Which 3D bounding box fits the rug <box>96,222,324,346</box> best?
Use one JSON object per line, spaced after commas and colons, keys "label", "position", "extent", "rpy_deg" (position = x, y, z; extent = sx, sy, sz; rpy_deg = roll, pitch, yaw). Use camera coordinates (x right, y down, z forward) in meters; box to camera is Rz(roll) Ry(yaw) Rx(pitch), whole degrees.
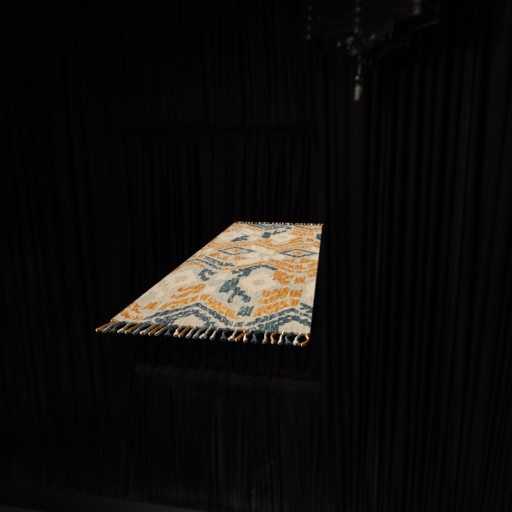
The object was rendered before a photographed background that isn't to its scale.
{"label": "rug", "position": [0.000, 0.000, 2.707], "extent": [0.783, 0.010, 2.437], "rpy_deg": [2, 14, 9]}
